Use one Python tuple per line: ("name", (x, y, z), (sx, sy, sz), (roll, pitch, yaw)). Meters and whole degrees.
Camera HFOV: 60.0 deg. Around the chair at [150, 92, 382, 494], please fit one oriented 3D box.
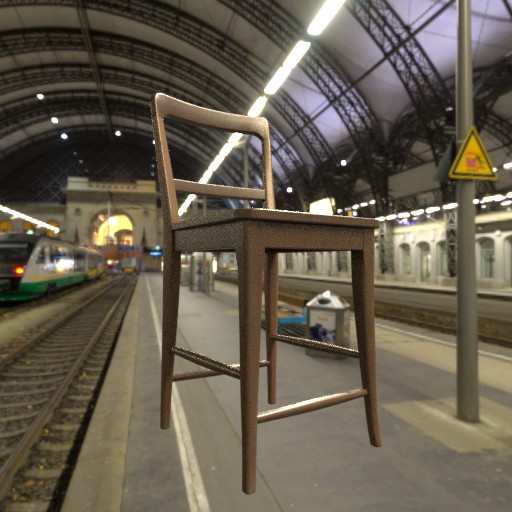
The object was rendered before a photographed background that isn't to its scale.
("chair", (0.000, 0.000, 1.252), (0.450, 0.991, 0.546), (1, -1, -36))
